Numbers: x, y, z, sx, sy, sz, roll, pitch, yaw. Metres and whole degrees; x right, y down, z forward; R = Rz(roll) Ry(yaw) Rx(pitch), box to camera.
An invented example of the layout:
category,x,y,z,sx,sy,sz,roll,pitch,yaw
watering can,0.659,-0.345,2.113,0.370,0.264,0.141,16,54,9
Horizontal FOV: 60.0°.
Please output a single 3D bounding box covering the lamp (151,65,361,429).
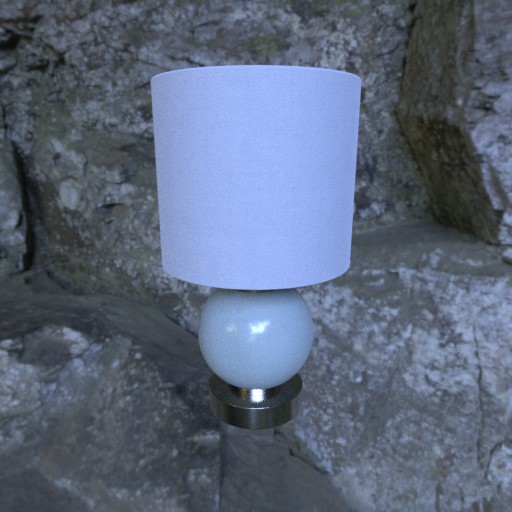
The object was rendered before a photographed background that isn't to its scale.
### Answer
category,x,y,z,sx,sy,sz,roll,pitch,yaw
lamp,0.000,0.000,0.478,0.201,0.353,0.201,7,16,24
